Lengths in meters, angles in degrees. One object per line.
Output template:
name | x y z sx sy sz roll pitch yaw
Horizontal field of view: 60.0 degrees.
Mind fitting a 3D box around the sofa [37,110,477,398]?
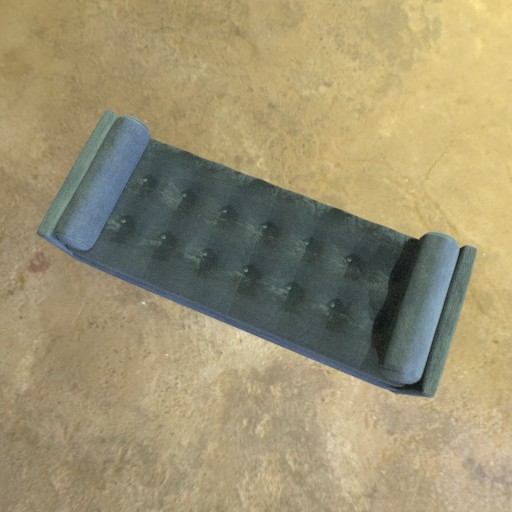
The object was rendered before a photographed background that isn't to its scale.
sofa | 0.000 0.000 2.492 2.102 0.705 0.796 22 76 6
